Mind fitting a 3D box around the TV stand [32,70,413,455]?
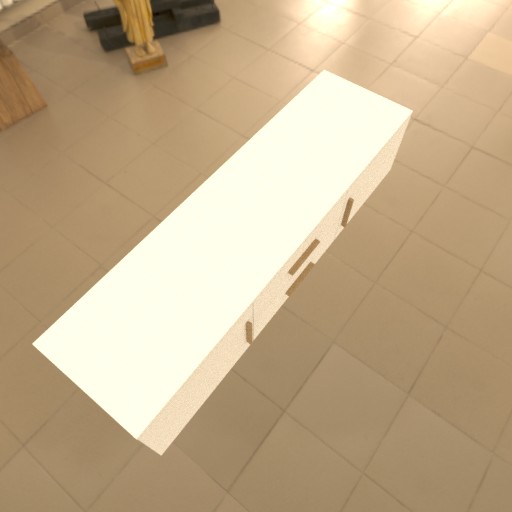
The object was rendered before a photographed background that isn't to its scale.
[{"bbox_3d":[0.000,0.000,1.617,0.401,0.560,1.398,33,65,18],"label":"TV stand"}]
